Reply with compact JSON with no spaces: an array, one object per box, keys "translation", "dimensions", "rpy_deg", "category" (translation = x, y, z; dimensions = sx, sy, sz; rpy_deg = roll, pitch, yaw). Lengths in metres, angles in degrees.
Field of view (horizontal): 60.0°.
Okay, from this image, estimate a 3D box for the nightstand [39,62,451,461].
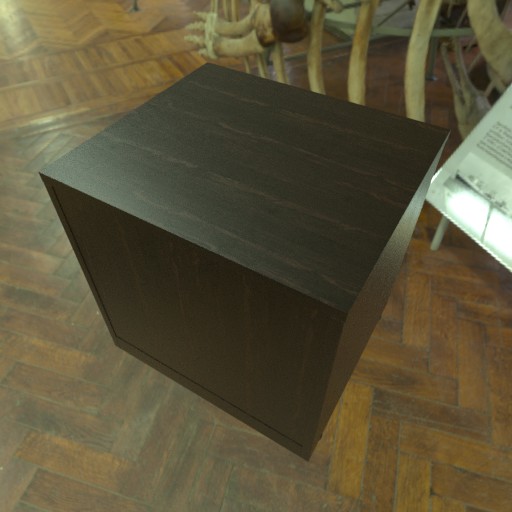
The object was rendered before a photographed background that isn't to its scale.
[{"translation":[0.000,0.000,0.866],"dimensions":[0.489,0.487,0.427],"rpy_deg":[24,52,20],"category":"nightstand"}]
